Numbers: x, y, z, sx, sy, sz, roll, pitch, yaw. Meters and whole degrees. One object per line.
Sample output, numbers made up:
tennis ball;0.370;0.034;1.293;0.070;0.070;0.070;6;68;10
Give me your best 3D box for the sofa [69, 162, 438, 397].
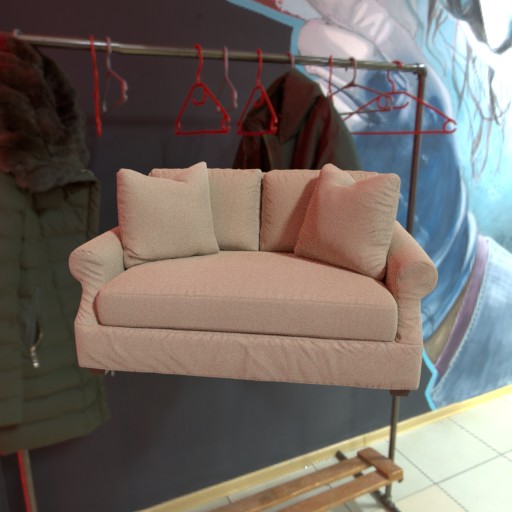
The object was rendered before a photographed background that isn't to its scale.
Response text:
sofa;0.000;0.000;2.210;1.550;0.905;1.070;2;15;7
